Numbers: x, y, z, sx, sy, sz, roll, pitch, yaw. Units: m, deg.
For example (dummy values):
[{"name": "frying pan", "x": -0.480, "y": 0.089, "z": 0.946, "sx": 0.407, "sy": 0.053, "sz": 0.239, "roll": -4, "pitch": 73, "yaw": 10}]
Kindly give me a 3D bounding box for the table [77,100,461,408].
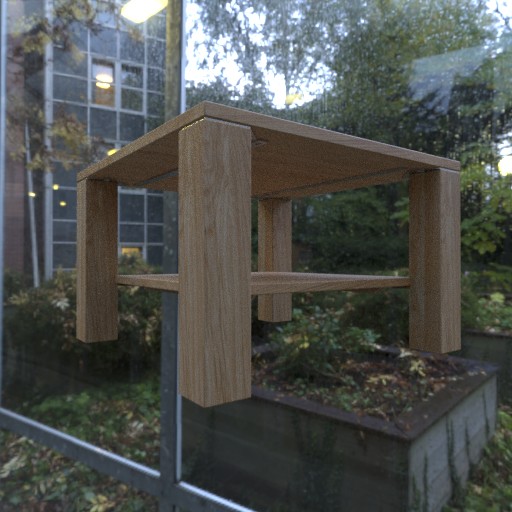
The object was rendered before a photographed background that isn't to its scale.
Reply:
[{"name": "table", "x": 0.000, "y": 0.000, "z": 1.134, "sx": 0.700, "sy": 0.450, "sz": 0.700, "roll": 0, "pitch": 0, "yaw": -36}]
